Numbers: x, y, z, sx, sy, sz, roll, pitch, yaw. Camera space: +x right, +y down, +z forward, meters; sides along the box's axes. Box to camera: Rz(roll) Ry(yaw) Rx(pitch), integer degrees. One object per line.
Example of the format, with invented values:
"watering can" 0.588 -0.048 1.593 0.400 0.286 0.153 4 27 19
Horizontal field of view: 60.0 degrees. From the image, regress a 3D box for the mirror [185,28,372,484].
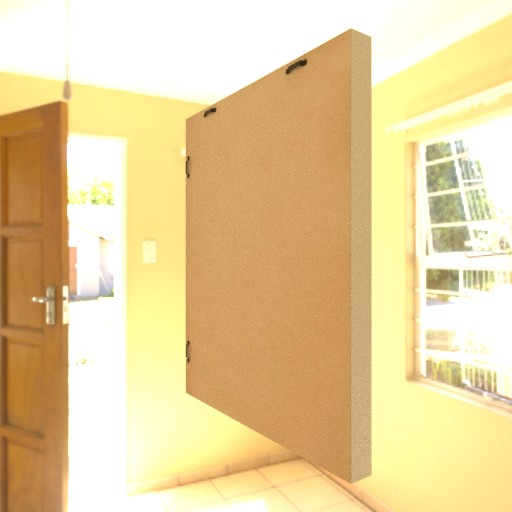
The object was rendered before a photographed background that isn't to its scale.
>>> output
"mirror" 0.000 0.000 0.666 0.041 0.508 0.405 0 0 -36
